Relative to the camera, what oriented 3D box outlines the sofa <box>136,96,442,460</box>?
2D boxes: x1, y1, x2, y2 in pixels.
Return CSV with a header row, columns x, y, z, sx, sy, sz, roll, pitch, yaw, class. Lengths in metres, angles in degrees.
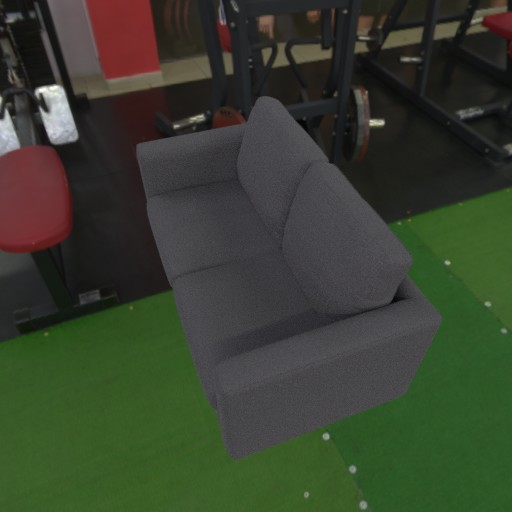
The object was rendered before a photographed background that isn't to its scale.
x,y,z,sx,sy,sz,roll,pitch,yaw,class
0.000,0.000,1.987,0.796,0.908,1.430,-15,48,-14,sofa
